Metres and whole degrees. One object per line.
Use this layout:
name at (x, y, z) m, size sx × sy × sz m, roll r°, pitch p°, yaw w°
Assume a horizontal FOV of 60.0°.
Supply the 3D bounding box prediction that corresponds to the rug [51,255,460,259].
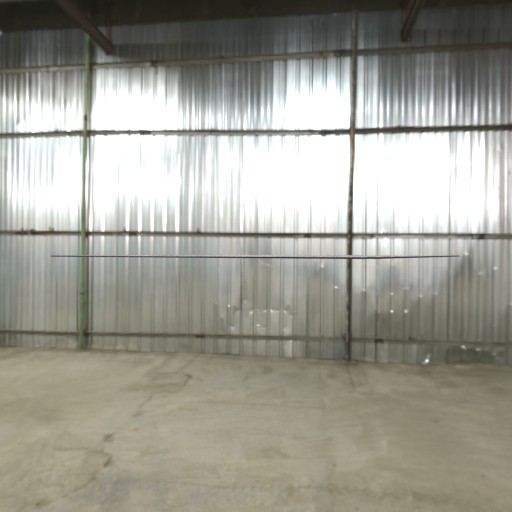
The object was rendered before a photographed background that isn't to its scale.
rug at (0.000, 0.000, 2.972) m, size 2.232 × 0.009 × 1.630 m, roll 0°, pitch 0°, yaw 35°
